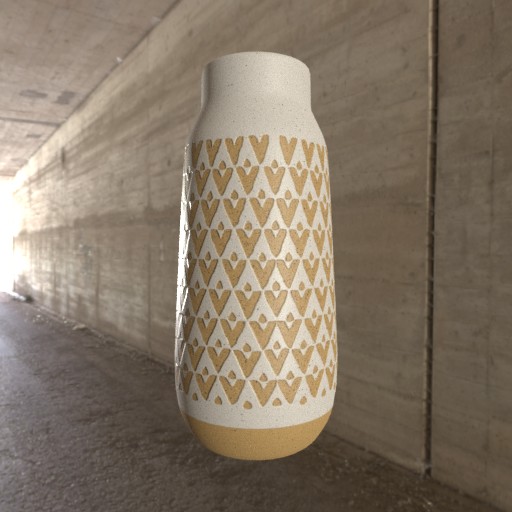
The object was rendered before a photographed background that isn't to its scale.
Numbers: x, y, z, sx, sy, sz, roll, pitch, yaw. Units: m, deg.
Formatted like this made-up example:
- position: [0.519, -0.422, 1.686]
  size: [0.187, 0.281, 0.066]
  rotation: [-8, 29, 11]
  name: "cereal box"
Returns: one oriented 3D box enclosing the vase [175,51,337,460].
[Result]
- position: [0.000, 0.000, 0.377]
  size: [0.137, 0.307, 0.137]
  rotation: [0, 2, 0]
  name: "vase"
